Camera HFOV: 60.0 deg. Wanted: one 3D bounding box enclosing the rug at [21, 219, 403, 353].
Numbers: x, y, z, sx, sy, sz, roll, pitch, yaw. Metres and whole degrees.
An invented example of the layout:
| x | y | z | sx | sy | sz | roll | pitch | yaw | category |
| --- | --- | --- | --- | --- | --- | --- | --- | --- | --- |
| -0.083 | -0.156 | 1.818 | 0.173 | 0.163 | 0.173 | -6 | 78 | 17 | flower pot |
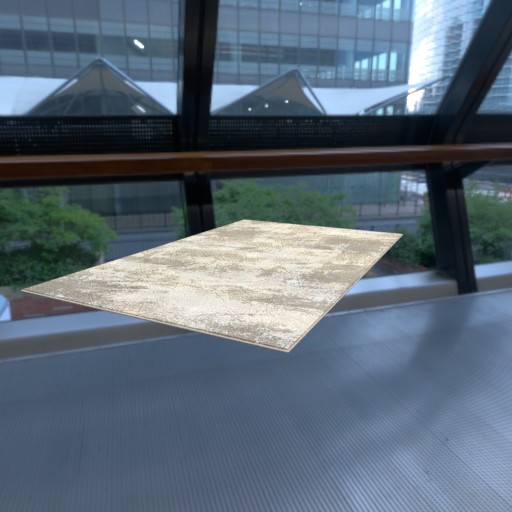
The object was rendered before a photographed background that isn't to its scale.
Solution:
| x | y | z | sx | sy | sz | roll | pitch | yaw | category |
| --- | --- | --- | --- | --- | --- | --- | --- | --- | --- |
| 0.000 | 0.000 | 3.041 | 1.536 | 0.012 | 2.431 | 7 | 16 | 26 | rug |
